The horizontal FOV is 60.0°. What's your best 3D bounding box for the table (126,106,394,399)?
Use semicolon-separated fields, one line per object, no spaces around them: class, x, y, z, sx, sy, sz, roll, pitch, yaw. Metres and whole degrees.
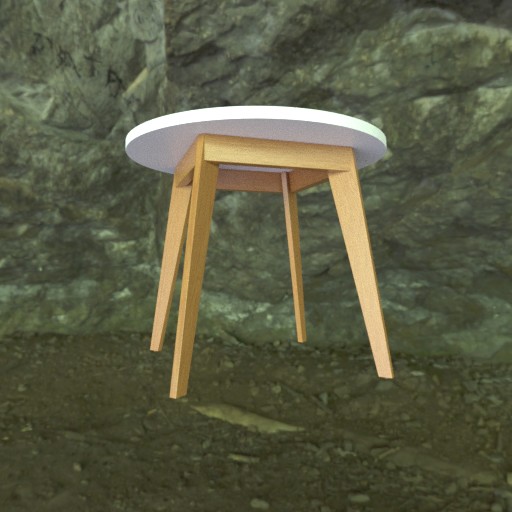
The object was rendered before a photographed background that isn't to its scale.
table;0.000;0.000;1.583;0.896;0.762;0.896;0;-1;0
